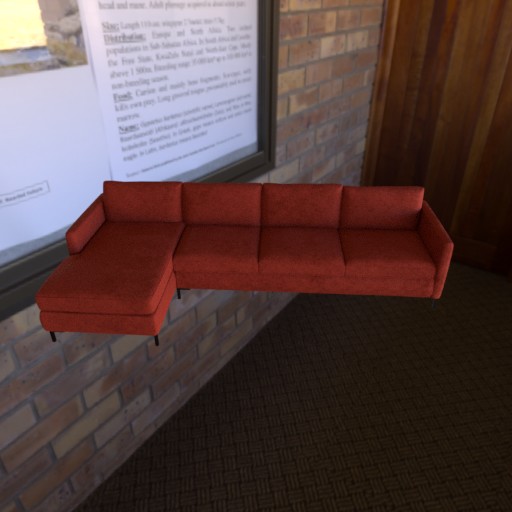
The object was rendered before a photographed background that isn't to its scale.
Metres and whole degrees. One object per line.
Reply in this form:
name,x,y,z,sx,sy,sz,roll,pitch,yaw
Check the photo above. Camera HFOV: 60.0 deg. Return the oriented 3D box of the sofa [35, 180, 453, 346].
sofa,0.000,0.000,2.909,2.467,0.663,1.136,2,31,3
